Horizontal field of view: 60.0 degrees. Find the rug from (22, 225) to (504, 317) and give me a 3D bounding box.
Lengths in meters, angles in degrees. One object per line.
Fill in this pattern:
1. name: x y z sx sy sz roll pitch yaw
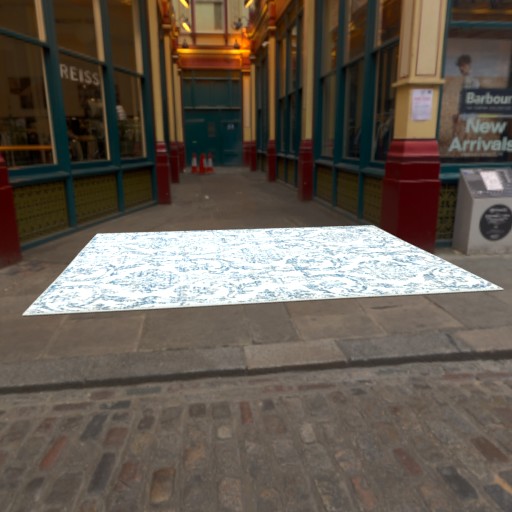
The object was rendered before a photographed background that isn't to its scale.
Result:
1. rug: 0.000 0.000 2.746 2.197 0.014 1.586 -2 15 -8
